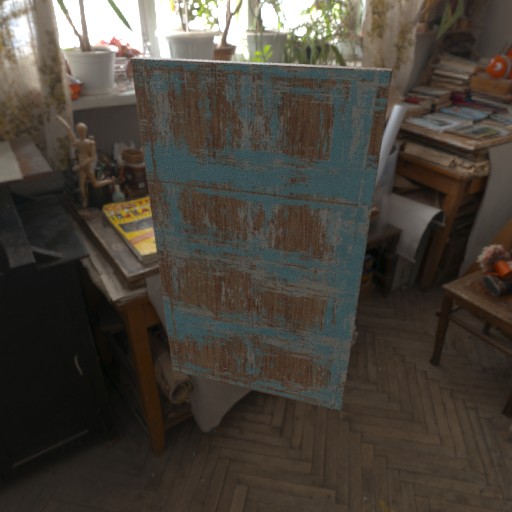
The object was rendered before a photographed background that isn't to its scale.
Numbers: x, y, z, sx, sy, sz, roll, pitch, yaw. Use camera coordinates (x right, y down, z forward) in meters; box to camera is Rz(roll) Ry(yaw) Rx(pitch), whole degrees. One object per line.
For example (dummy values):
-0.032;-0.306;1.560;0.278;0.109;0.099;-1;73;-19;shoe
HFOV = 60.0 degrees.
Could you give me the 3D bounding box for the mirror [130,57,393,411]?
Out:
0.000;0.000;1.498;0.707;1.213;0.083;9;33;14;mirror
